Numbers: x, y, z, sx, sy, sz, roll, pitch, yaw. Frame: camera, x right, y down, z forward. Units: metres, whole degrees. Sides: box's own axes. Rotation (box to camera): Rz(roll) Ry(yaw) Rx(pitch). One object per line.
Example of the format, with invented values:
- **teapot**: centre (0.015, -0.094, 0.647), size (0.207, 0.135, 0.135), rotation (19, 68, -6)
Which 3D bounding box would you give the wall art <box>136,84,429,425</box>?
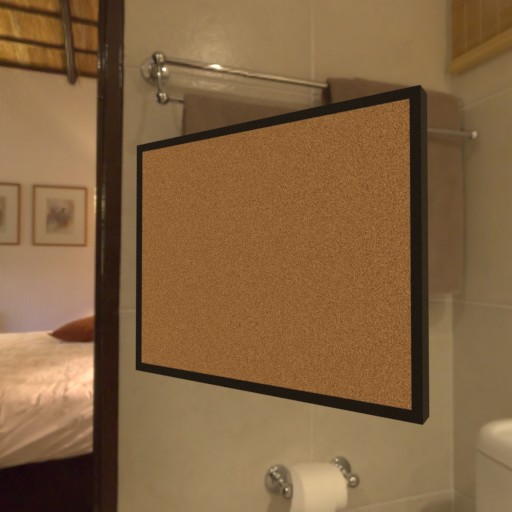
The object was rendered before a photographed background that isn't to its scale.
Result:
- **wall art**: centre (0.000, 0.000, 0.544), size (0.397, 0.325, 0.028), rotation (-1, -1, 33)
